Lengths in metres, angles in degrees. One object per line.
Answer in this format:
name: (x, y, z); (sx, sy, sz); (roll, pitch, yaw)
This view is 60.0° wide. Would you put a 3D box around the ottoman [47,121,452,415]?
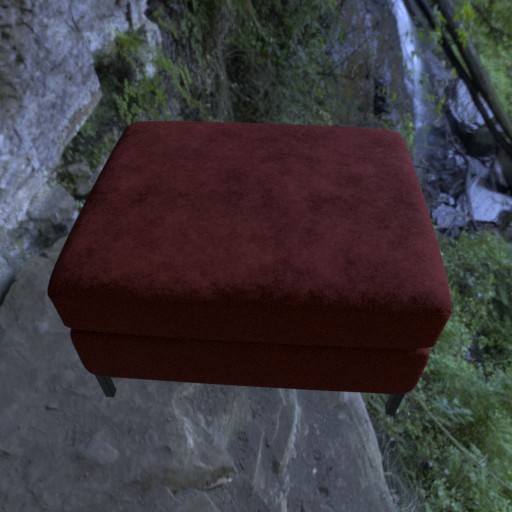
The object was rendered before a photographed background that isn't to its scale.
ottoman: (0.000, 0.000, 1.167); (0.782, 0.462, 0.650); (3, 46, 3)
